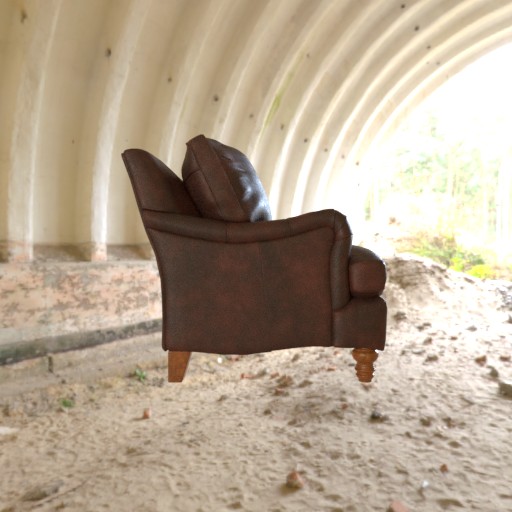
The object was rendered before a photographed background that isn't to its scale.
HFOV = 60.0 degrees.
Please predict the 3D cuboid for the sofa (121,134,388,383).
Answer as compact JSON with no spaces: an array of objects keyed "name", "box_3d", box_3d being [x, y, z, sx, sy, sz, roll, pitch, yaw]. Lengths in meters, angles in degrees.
[{"name":"sofa","box_3d":[0.000,0.000,2.884,1.147,1.071,2.144,0,0,0]}]
